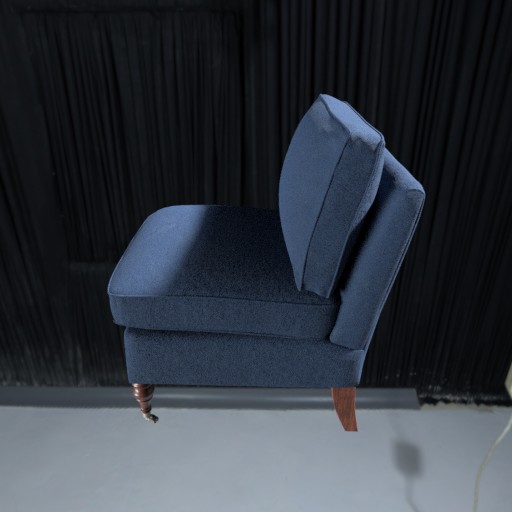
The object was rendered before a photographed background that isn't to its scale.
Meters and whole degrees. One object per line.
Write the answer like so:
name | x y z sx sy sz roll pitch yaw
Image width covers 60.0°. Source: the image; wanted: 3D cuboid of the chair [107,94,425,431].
chair | 0.000 0.000 1.632 0.912 1.052 0.724 1 27 1
